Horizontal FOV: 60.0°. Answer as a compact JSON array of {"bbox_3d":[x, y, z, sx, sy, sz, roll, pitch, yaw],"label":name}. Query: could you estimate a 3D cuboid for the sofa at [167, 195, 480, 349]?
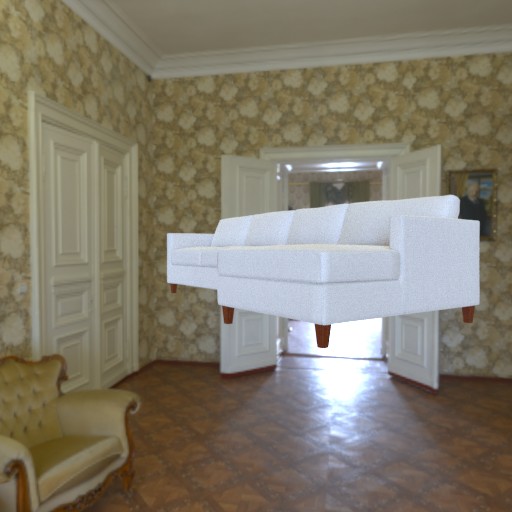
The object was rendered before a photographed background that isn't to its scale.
[{"bbox_3d":[0.000,0.000,4.180,1.599,0.954,3.471,0,1,-35],"label":"sofa"}]
